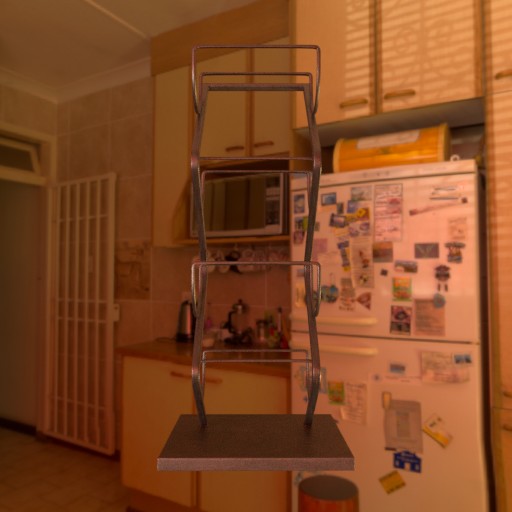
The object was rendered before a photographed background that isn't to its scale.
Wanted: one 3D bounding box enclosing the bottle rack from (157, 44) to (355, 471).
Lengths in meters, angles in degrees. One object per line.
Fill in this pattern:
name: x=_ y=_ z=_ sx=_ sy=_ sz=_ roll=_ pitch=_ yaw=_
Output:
bottle rack: x=0.000 y=0.000 z=0.668 sx=0.254 sy=0.559 sz=0.178 roll=0 pitch=-2 yaw=0
